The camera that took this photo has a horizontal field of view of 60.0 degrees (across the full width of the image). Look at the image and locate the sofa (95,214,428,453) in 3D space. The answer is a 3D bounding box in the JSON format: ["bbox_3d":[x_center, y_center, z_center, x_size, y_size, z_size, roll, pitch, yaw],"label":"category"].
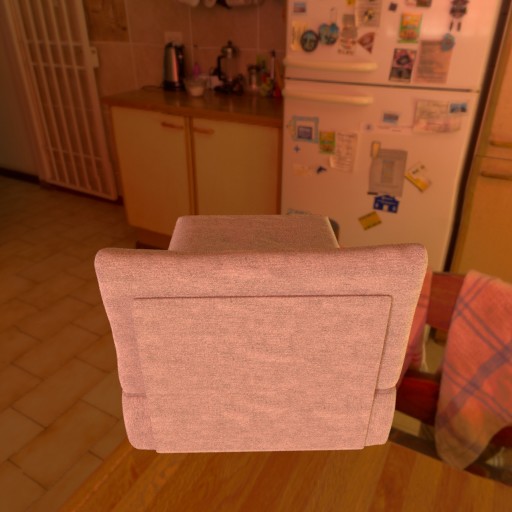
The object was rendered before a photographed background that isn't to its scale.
[{"bbox_3d":[0.000,0.000,1.976,0.930,0.820,1.450,-1,29,-1],"label":"sofa"}]
